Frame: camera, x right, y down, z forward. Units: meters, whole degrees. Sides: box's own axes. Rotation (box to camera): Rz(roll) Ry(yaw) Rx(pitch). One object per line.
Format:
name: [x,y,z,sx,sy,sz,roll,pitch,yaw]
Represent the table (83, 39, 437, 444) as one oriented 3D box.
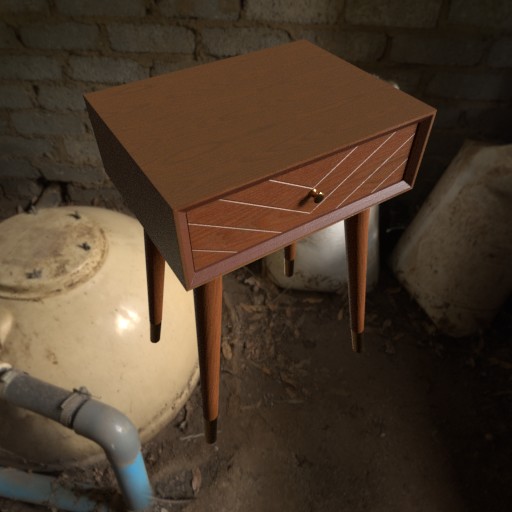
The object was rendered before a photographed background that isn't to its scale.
table: [0.000,0.000,0.816,0.406,0.599,0.300,-24,51,-22]
